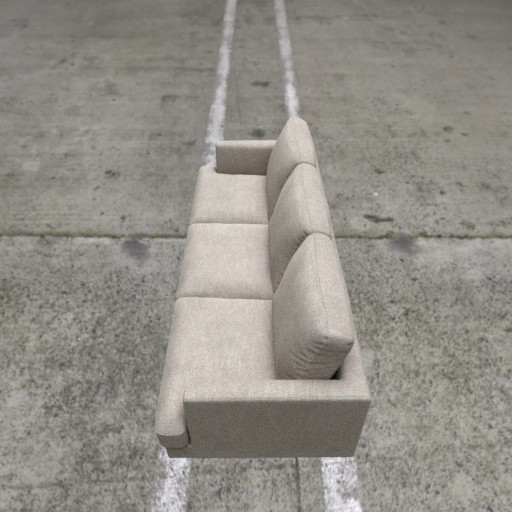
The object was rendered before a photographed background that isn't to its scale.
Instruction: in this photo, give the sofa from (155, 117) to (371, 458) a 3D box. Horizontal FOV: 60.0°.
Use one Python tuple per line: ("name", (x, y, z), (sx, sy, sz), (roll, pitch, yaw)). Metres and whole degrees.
("sofa", (0.000, 0.000, 2.706), (0.903, 0.930, 2.246), (0, 41, 0))
